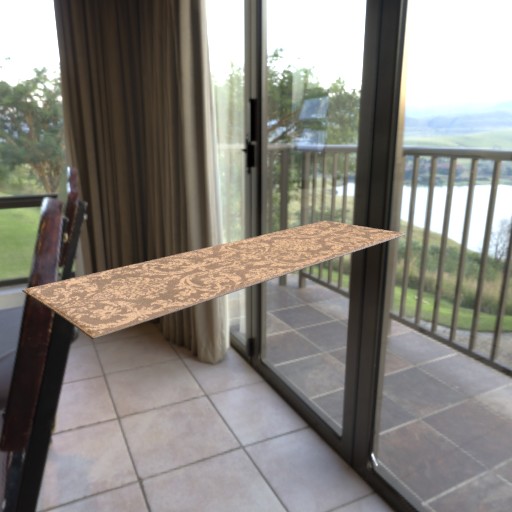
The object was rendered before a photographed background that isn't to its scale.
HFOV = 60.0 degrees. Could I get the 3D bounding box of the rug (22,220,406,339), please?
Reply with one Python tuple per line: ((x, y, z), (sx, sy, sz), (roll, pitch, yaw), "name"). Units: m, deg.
((0.000, 0.000, 2.433), (0.662, 0.011, 2.196), (15, 21, 43), "rug")
